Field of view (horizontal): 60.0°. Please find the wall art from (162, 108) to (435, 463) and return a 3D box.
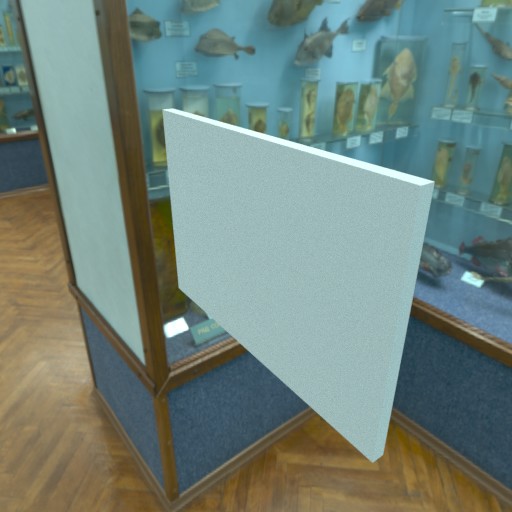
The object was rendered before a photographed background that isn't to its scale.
[{"bbox_3d":[0.000,0.000,1.668,0.051,0.902,1.308,-18,32,-32],"label":"wall art"}]
